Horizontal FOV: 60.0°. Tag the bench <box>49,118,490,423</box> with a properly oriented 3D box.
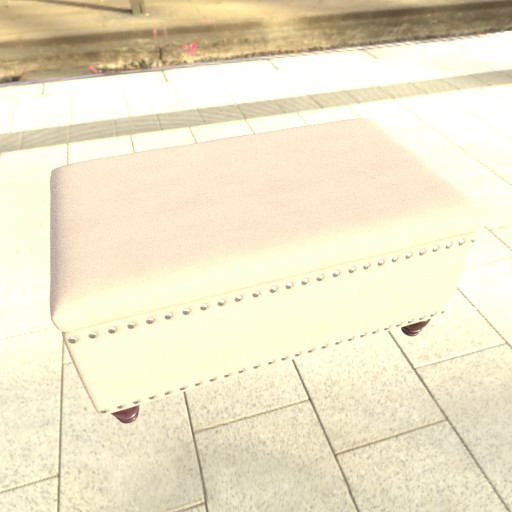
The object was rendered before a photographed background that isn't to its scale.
[{"bbox_3d":[0.000,0.000,1.133,0.887,0.449,0.500,-13,43,-14],"label":"bench"}]
